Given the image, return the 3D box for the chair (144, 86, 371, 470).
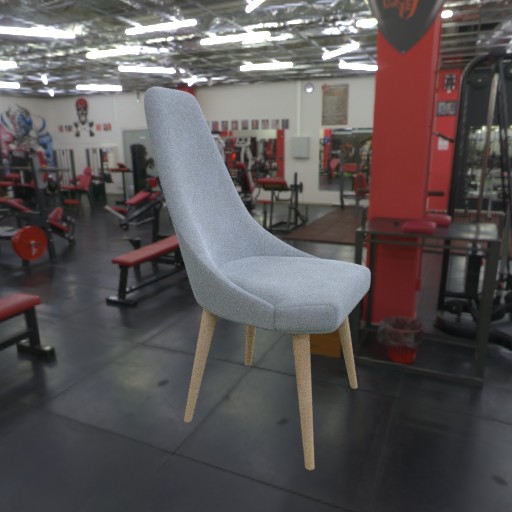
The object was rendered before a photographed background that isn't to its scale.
[{"bbox_3d":[0.000,0.000,1.420,0.660,1.040,0.510,7,16,26],"label":"chair"}]
